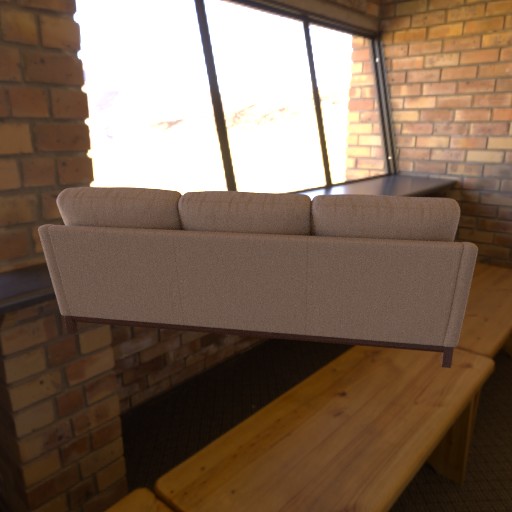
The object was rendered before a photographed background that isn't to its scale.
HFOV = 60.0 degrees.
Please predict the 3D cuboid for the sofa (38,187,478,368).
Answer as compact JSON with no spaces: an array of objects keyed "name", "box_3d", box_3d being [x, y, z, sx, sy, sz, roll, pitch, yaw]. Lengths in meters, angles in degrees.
[{"name":"sofa","box_3d":[0.000,0.000,2.800,2.321,0.913,1.000,3,17,10]}]
